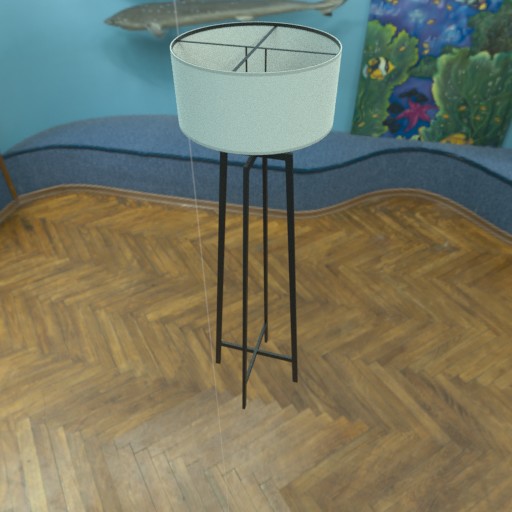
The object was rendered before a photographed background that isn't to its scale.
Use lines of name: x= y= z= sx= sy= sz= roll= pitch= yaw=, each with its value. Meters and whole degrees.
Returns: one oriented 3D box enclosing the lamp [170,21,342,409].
lamp: x=0.000 y=0.000 z=1.685 sx=0.457 sy=1.510 sz=0.456 roll=11 pitch=42 yaw=12
